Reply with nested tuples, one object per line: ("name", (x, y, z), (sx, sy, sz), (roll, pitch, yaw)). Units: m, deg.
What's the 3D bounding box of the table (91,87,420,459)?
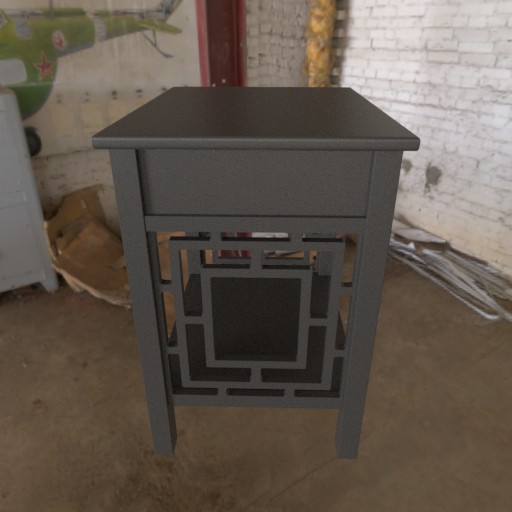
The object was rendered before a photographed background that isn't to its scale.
("table", (0.000, 0.000, 0.987), (0.451, 0.646, 0.564), (1, 27, 1))
